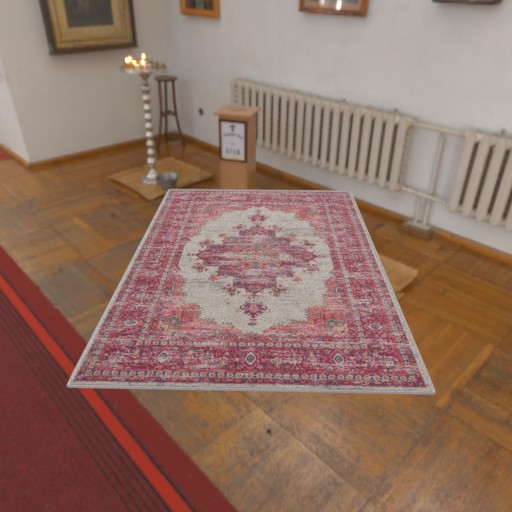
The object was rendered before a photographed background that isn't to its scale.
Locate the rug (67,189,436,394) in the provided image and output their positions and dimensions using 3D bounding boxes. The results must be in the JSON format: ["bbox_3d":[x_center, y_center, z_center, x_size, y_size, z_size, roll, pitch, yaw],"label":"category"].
[{"bbox_3d":[0.000,0.000,2.816,1.555,0.011,2.232,1,30,1],"label":"rug"}]
